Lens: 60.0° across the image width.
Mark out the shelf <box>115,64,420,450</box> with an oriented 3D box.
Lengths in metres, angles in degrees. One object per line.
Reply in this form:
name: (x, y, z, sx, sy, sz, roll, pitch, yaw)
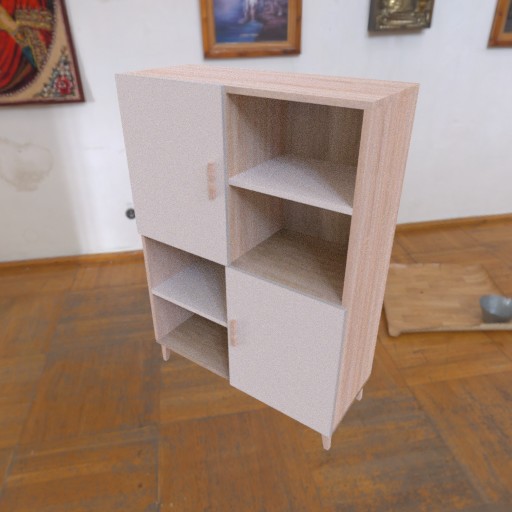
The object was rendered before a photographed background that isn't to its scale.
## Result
shelf: (0.000, 0.000, 1.871, 0.995, 1.405, 0.434, 19, 34, 30)
